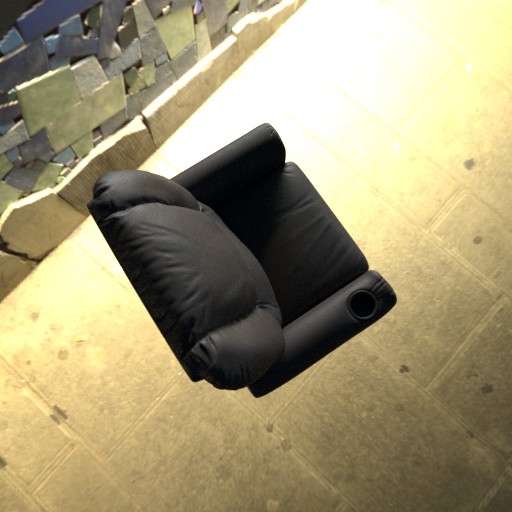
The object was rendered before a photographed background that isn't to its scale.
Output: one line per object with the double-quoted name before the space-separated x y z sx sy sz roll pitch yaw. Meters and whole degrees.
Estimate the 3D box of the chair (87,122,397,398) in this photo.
"chair" 0.000 0.000 1.138 0.521 0.709 0.610 -33 79 -7
